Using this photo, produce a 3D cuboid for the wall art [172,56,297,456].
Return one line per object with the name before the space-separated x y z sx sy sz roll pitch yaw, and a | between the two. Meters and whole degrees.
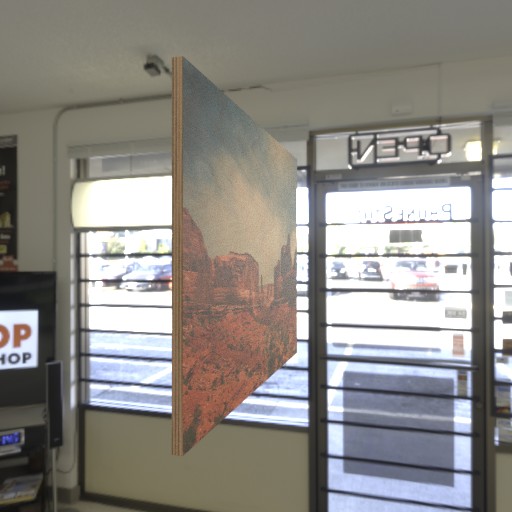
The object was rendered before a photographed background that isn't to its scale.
wall art | 0.000 0.000 0.692 0.013 0.406 0.508 0 0 18
